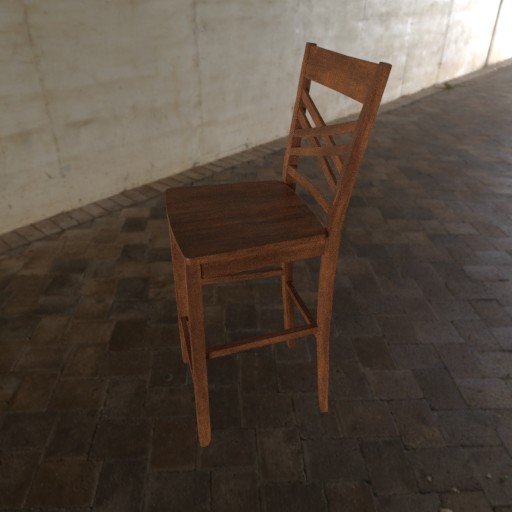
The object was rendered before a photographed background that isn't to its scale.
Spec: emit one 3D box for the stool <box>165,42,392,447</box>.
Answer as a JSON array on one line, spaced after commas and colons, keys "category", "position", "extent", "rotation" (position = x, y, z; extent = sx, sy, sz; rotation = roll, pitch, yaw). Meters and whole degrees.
[{"category": "stool", "position": [0.000, 0.000, 1.322], "extent": [0.487, 1.105, 0.433], "rotation": [-8, 32, -14]}]
